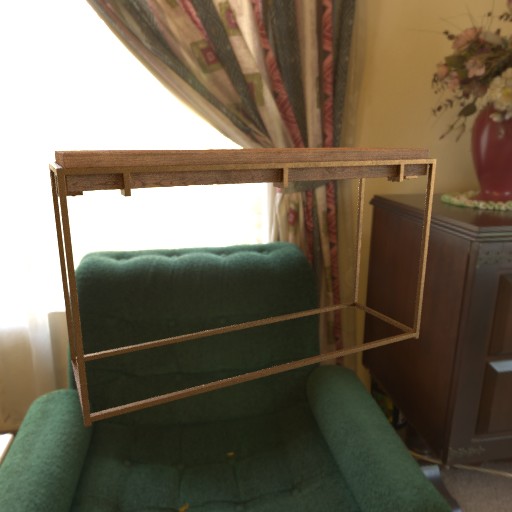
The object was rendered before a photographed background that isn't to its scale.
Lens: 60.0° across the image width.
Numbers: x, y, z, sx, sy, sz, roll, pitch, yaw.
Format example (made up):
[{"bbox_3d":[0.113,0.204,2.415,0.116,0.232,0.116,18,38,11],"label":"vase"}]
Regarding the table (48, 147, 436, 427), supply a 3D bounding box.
[{"bbox_3d":[0.000,0.000,1.754,1.400,0.820,0.440,-7,16,-26],"label":"table"}]
